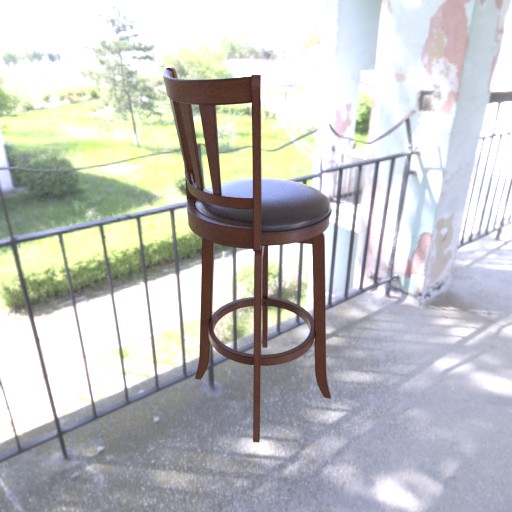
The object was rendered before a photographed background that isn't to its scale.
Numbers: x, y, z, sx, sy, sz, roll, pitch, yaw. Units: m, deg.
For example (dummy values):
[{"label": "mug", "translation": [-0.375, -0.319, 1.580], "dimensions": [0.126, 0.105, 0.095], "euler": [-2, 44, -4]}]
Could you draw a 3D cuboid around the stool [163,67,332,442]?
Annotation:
[{"label": "stool", "translation": [0.000, 0.000, 1.510], "dimensions": [0.503, 1.177, 0.464], "euler": [-18, 31, -33]}]
